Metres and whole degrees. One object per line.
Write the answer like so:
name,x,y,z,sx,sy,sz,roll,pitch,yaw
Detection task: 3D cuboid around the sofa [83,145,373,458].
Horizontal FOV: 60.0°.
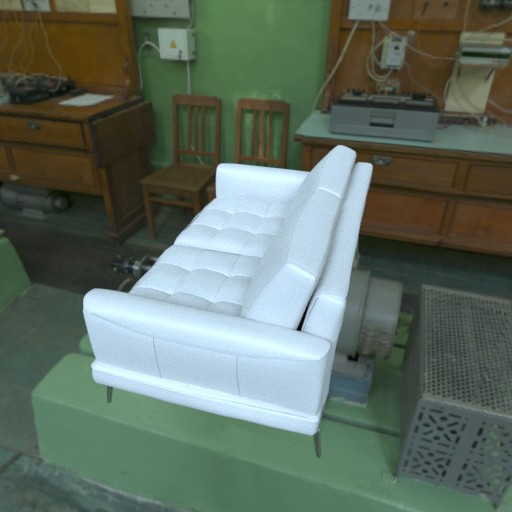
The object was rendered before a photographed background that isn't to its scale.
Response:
sofa,0.000,0.000,2.533,1.121,0.930,1.819,9,33,14
